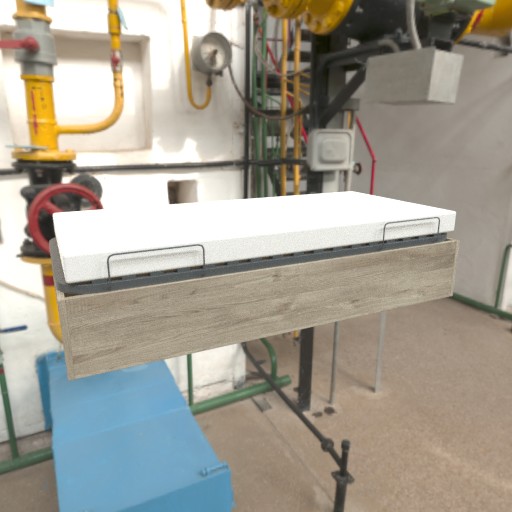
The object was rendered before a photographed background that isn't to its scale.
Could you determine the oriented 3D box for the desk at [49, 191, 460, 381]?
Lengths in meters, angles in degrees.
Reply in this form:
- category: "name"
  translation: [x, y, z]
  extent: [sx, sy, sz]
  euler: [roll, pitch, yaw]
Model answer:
- category: "desk"
  translation: [0.000, 0.000, 2.277]
  extent: [1.900, 0.455, 0.900]
  euler: [-8, 18, -25]
